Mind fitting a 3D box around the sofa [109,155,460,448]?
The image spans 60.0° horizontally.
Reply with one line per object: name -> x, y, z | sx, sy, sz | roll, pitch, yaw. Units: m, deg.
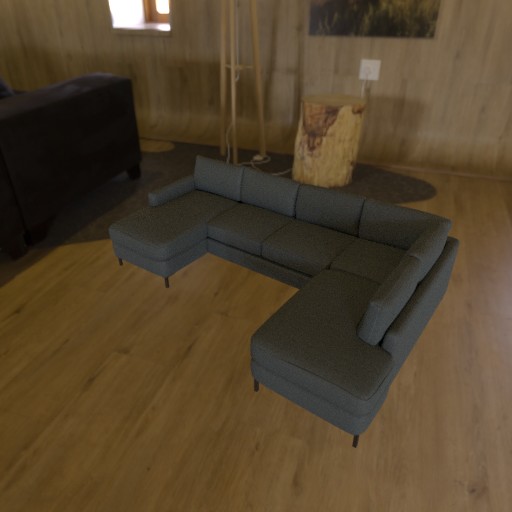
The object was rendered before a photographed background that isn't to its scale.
sofa -> 0.000, 0.000, 3.907 | 2.975, 0.858, 1.984 | 21, 37, 30
